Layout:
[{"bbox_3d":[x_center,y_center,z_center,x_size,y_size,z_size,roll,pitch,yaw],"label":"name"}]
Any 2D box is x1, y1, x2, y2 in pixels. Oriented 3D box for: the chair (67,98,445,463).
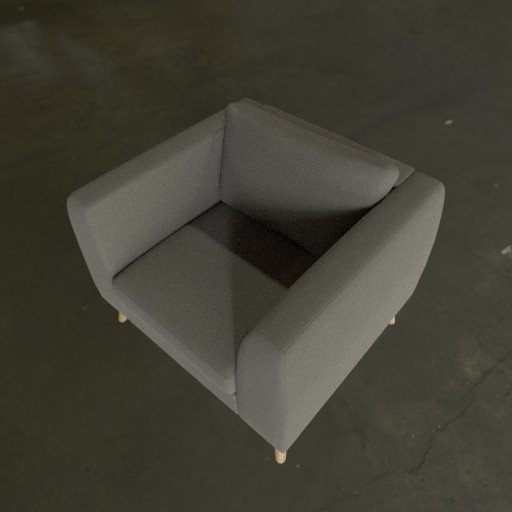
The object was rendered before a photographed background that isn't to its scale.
[{"bbox_3d":[0.000,0.000,1.698,1.000,0.860,0.930,33,55,27],"label":"chair"}]
